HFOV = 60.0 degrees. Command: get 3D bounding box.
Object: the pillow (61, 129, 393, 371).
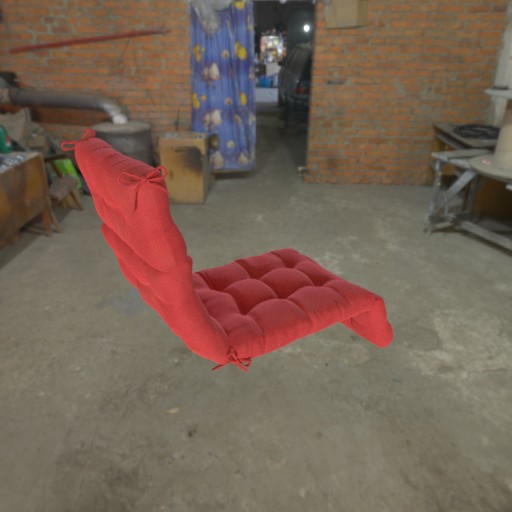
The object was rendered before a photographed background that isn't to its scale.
[{"bbox_3d":[0.000,0.000,1.510,1.016,0.863,0.526,-16,30,-31],"label":"pillow"}]
